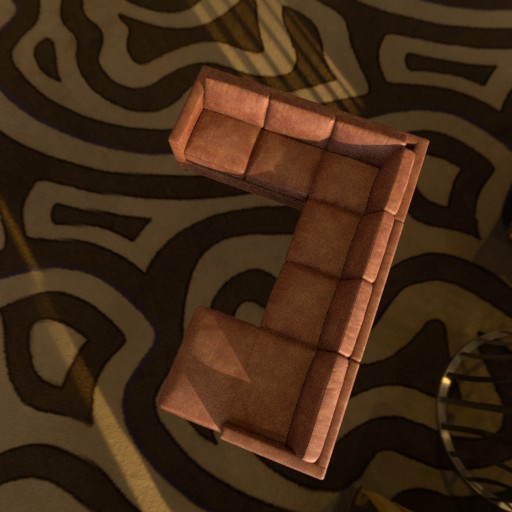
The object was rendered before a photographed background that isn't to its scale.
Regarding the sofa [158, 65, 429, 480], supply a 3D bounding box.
[{"bbox_3d":[0.000,0.000,4.421,2.452,0.888,3.324,20,77,5],"label":"sofa"}]
